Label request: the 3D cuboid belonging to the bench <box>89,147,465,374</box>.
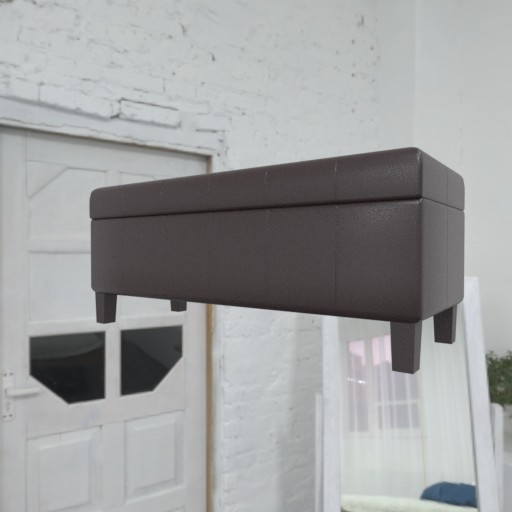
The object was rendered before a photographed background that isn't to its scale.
[{"bbox_3d":[0.000,0.000,1.347,1.092,0.457,0.429,1,1,36],"label":"bench"}]
